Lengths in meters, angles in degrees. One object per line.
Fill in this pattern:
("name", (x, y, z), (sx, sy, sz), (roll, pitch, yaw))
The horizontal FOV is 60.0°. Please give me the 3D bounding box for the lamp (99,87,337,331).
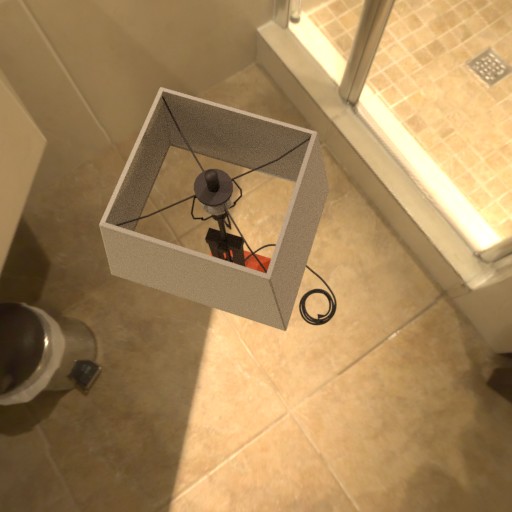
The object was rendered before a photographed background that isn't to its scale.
("lamp", (0.000, 0.000, 0.997), (0.498, 0.737, 0.310), (18, 75, 5))
